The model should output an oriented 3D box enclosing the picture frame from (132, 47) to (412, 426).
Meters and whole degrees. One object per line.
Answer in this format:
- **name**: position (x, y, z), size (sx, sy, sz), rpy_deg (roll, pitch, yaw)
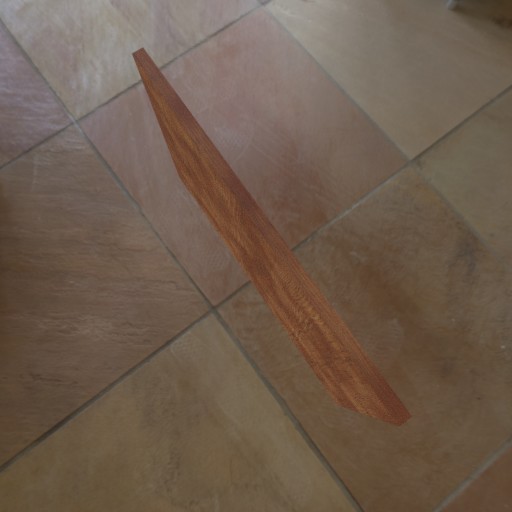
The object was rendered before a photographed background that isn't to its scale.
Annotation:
- **picture frame**: position (0.000, 0.000, 1.202), size (0.029, 0.640, 0.950), rpy_deg (-33, 77, -8)
